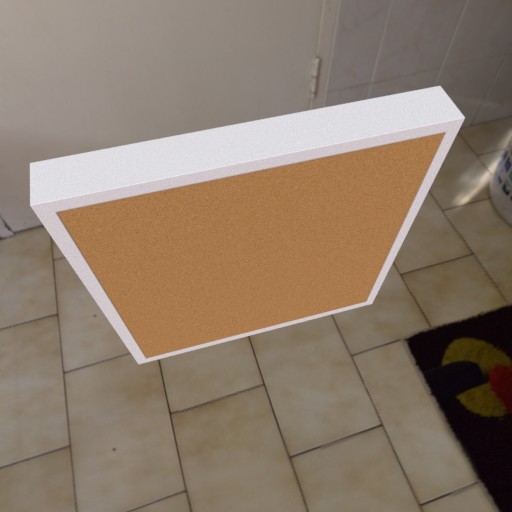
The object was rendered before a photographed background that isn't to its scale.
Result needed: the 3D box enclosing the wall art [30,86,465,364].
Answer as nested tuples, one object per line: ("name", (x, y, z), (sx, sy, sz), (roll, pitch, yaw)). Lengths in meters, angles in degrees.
("wall art", (0.000, 0.000, 0.438), (0.305, 0.305, 0.038), (-13, 59, -8))
